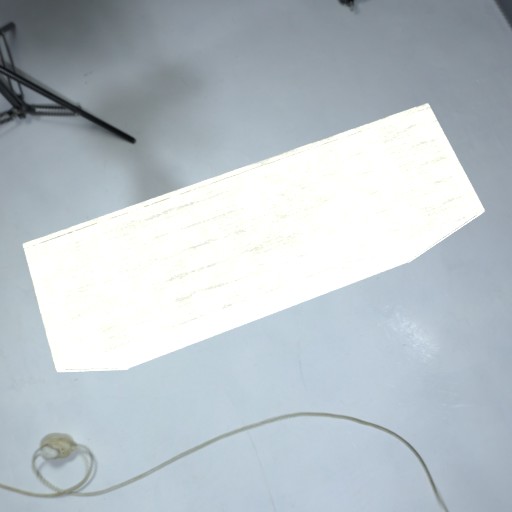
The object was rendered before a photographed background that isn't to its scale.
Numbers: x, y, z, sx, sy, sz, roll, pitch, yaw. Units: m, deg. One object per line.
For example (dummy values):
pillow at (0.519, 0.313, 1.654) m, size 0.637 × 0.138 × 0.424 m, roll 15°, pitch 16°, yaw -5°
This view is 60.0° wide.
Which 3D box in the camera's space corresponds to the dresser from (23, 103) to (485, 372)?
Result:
dresser at (0.000, 0.000, 2.051) m, size 1.628 × 0.889 × 0.483 m, roll -20°, pitch 77°, yaw -5°
